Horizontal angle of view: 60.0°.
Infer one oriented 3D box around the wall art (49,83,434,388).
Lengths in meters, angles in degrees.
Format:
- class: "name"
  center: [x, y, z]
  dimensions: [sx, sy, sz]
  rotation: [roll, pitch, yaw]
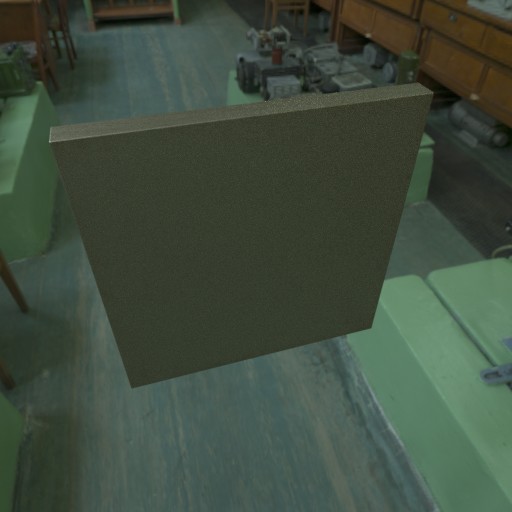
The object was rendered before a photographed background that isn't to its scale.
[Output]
- class: "wall art"
  center: [0.000, 0.000, 0.739]
  dimensions: [0.503, 0.506, 0.040]
  rotation: [-11, 42, -13]
